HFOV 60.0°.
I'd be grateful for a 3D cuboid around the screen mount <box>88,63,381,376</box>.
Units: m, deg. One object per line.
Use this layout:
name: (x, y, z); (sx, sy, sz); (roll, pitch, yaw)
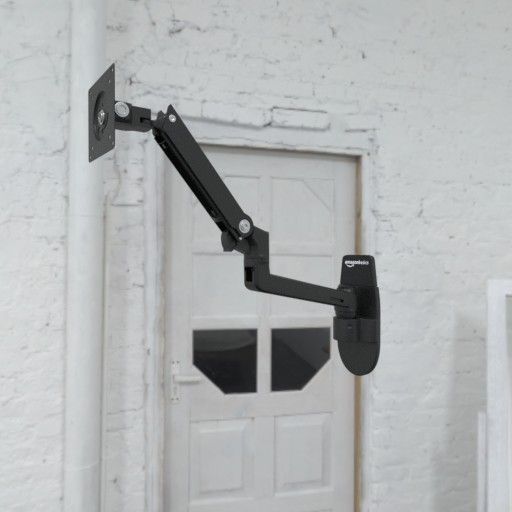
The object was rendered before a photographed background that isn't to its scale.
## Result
screen mount: (0.000, 0.000, 0.719); (0.495, 0.466, 0.115); (-1, 1, -35)
